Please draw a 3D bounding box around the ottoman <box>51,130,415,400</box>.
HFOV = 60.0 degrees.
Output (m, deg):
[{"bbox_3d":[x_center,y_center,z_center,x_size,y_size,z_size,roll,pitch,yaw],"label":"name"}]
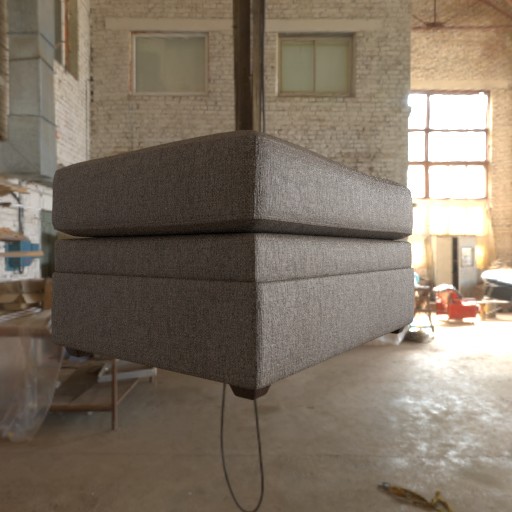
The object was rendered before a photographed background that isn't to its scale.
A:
[{"bbox_3d":[0.000,0.000,1.221,0.637,0.478,0.885,0,1,36],"label":"ottoman"}]
